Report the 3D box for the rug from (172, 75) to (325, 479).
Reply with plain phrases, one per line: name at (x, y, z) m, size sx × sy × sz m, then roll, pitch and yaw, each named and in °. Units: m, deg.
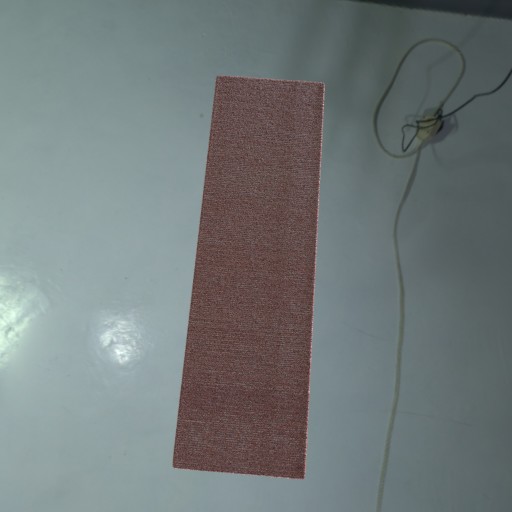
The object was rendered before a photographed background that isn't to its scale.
rug at (0.000, 0.000, 2.540) m, size 0.687 × 0.012 × 2.307 m, roll 4°, pitch 77°, yaw 1°
